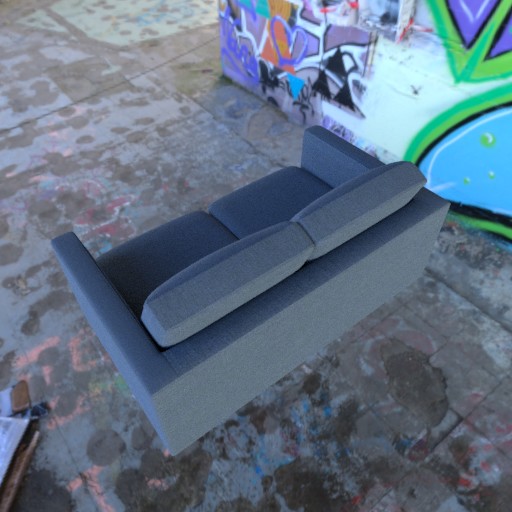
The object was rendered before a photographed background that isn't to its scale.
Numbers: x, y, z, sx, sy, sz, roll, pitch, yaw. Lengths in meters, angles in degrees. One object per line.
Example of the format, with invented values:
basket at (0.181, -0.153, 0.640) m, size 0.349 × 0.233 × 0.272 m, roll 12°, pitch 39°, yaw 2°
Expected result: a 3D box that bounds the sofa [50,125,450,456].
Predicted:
sofa at (0.000, 0.000, 2.280) m, size 1.659 × 0.907 × 0.999 m, roll -29°, pitch 53°, yaw -25°
